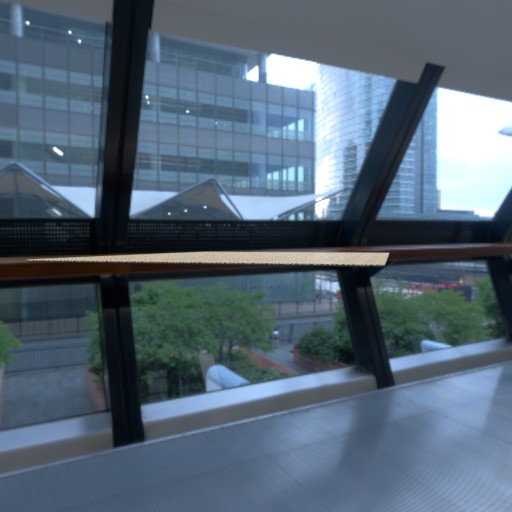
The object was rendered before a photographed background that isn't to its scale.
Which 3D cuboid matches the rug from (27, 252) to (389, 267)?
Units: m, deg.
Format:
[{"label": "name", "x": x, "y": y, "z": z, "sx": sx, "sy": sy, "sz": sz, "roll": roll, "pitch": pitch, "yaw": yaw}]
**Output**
[{"label": "rug", "x": 0.000, "y": 0.000, "z": 4.273, "sx": 2.439, "sy": 0.014, "sz": 3.207, "roll": 0, "pitch": 2, "yaw": 17}]
